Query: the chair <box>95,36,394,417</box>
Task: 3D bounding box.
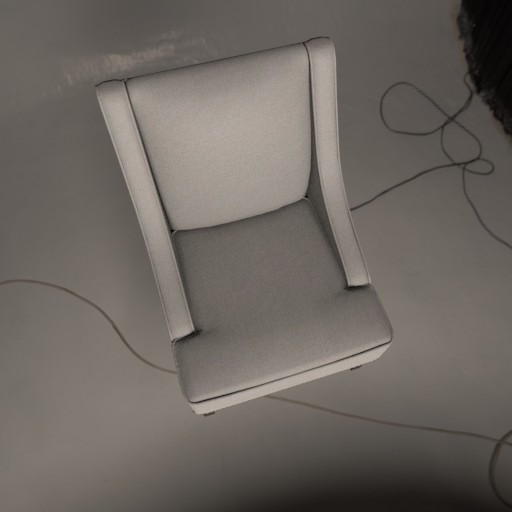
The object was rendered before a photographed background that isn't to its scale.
[{"bbox_3d":[0.000,0.000,1.351,0.631,0.867,0.747,-15,64,-8],"label":"chair"}]
